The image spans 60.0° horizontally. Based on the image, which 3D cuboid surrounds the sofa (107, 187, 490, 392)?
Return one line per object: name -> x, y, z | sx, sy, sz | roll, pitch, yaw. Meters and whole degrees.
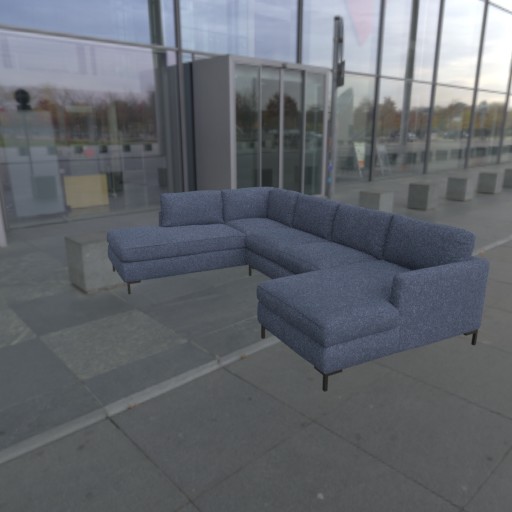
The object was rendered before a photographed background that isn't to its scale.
sofa -> 0.000, 0.000, 3.765 | 2.007, 0.813, 2.956 | -8, 18, -26
